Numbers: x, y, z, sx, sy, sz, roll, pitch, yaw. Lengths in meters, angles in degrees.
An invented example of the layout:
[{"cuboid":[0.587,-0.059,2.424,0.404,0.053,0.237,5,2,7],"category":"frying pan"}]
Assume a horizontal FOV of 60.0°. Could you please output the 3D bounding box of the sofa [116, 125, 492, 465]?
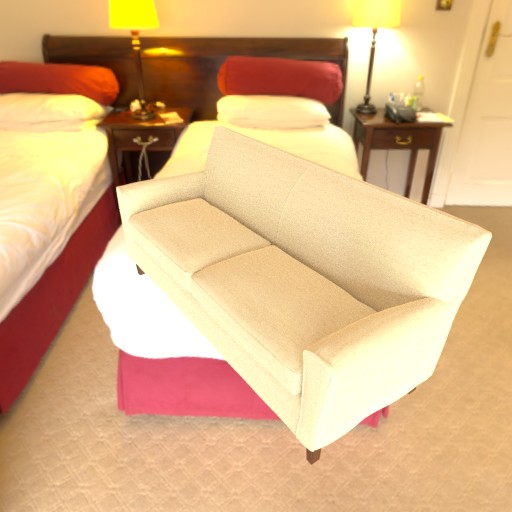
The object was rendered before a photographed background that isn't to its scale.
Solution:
[{"cuboid":[0.000,0.000,2.424,0.841,0.907,2.001,-20,36,-30],"category":"sofa"}]
